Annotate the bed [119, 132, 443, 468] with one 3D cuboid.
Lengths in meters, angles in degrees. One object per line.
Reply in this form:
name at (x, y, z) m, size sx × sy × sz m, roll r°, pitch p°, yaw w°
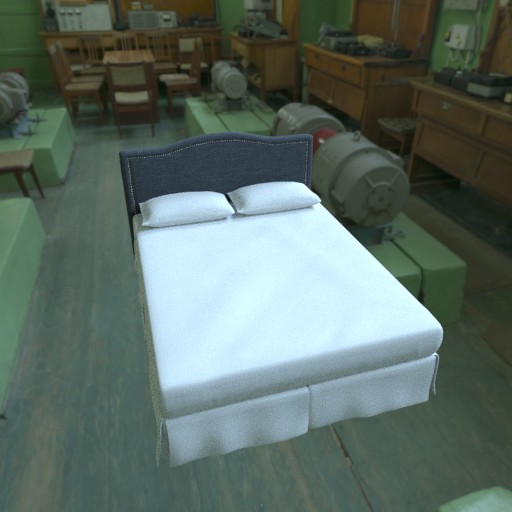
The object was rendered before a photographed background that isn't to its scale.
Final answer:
bed at (0.000, 0.000, 3.892) m, size 2.161 × 1.457 × 2.689 m, roll -9°, pitch 33°, yaw -14°
